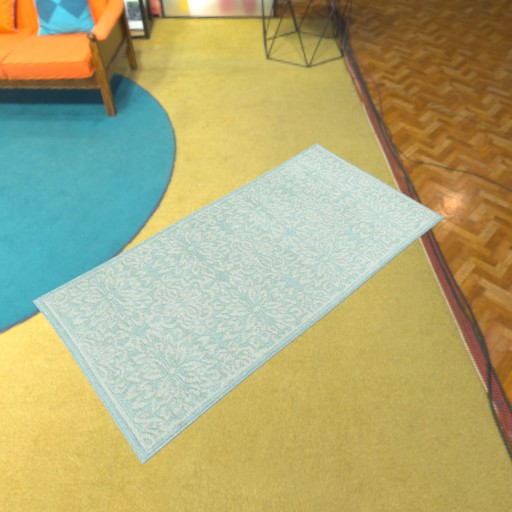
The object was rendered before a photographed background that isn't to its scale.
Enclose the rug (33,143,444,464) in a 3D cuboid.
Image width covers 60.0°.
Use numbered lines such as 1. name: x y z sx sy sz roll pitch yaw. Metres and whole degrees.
1. rug: 0.000 0.000 1.417 1.219 0.007 0.604 -33 56 -27
